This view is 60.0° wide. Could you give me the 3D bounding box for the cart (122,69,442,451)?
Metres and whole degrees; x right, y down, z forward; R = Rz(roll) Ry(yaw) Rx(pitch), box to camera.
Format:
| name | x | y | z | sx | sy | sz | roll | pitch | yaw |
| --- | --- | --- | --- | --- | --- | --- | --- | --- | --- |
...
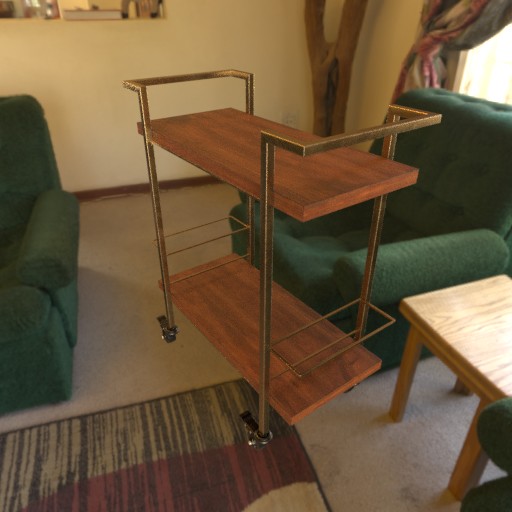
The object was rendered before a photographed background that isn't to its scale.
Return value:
| name | x | y | z | sx | sy | sz | roll | pitch | yaw |
| --- | --- | --- | --- | --- | --- | --- | --- | --- | --- |
| cart | 0.000 | 0.000 | 1.160 | 0.364 | 0.807 | 0.695 | -20 | 36 | -30 |
